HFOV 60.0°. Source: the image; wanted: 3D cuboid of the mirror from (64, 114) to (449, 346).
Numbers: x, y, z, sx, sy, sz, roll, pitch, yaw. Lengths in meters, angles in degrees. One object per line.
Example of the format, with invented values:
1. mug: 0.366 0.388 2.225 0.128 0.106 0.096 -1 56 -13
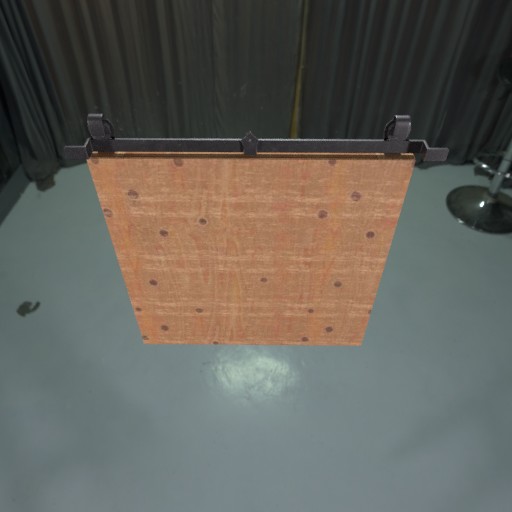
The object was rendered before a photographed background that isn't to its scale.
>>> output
1. mirror: 0.000 0.000 1.185 0.805 0.800 0.054 0 45 0
